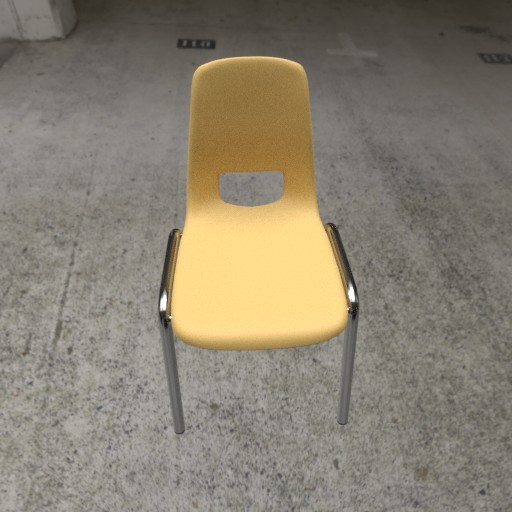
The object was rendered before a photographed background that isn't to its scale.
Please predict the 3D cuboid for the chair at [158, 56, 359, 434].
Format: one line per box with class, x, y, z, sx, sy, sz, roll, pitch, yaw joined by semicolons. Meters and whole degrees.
chair;0.000;0.000;0.834;0.354;0.586;0.423;-2;46;-2
